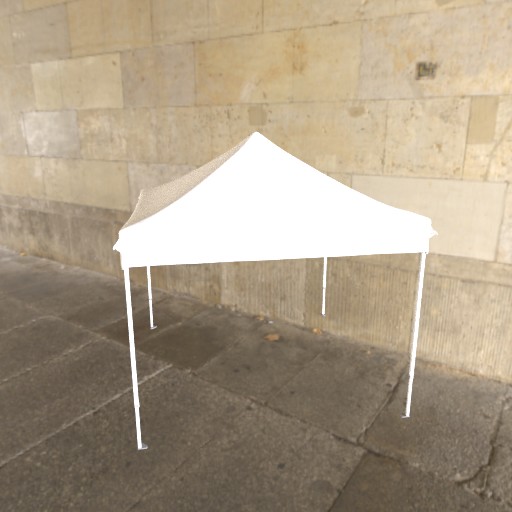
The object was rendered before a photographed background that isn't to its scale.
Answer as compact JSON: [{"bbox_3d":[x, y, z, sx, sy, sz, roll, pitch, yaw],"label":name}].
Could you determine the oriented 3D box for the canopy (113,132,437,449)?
[{"bbox_3d":[0.000,0.000,5.560,2.996,2.998,2.994,-3,16,-10],"label":"canopy"}]
